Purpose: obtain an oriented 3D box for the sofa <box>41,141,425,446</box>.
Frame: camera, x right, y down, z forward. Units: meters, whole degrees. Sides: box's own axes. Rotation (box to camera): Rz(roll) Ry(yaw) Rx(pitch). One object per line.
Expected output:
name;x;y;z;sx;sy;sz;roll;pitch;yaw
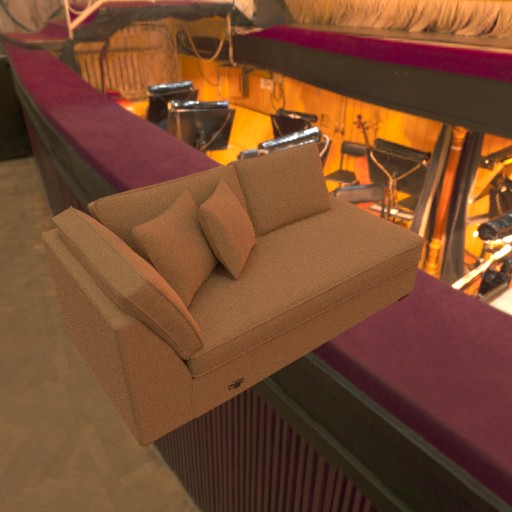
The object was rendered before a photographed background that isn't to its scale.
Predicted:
sofa;0.000;0.000;2.862;2.237;1.033;1.110;-22;37;-32
